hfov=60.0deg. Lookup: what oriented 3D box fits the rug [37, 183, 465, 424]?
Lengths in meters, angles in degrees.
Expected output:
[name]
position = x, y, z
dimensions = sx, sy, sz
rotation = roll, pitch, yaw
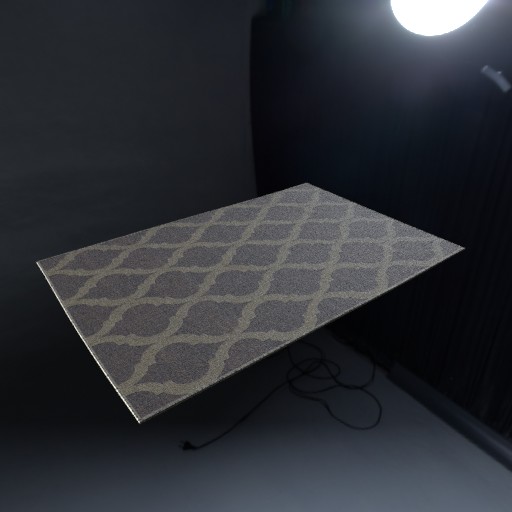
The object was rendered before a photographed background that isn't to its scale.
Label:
[rug]
position = 0.000, 0.000, 2.807
dimensions = 2.284, 0.008, 1.522
rotation = -21, 36, -32
